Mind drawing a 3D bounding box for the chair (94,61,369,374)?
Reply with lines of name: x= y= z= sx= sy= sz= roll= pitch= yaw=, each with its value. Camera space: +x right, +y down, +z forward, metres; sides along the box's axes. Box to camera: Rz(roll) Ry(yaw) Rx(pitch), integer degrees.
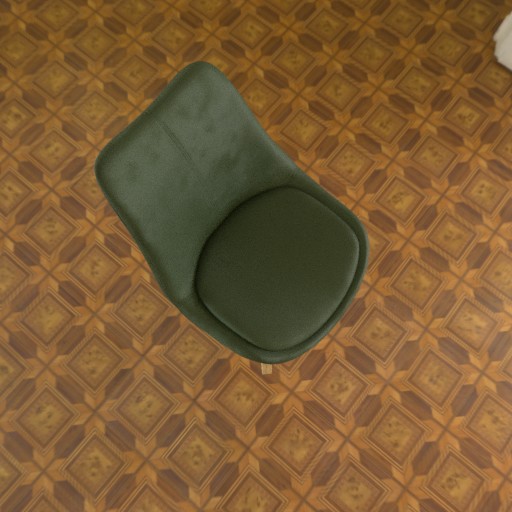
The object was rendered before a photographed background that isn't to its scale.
chair: x=0.000 y=0.000 z=1.187 sx=0.547 sy=0.865 sz=0.483 roll=38 pitch=78 yaw=10
